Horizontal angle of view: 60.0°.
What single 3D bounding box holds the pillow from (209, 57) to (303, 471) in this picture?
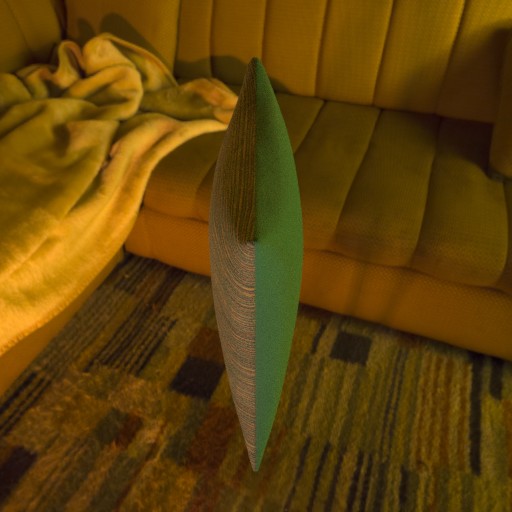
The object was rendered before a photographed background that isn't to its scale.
[{"bbox_3d":[0.000,0.000,0.758,0.150,0.497,0.514,0,41,0],"label":"pillow"}]
